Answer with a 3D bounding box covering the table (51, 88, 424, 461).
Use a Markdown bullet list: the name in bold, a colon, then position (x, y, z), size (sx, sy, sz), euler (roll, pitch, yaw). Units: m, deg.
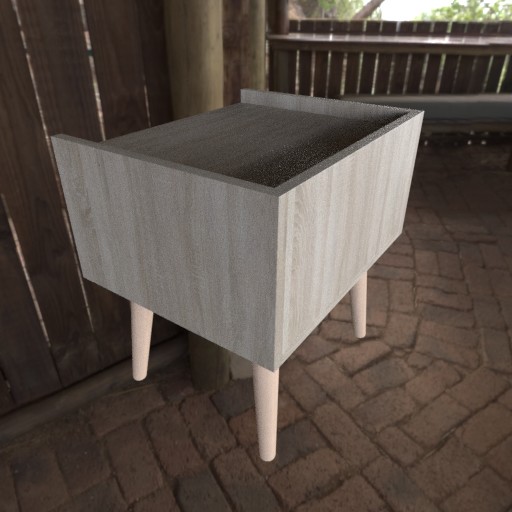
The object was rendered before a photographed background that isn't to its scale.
- **table**: position (0.000, 0.000, 0.791), size (0.370, 0.470, 0.450), euler (20, 36, 30)
